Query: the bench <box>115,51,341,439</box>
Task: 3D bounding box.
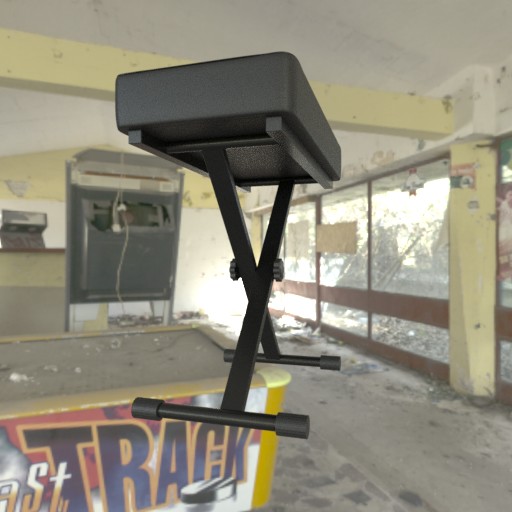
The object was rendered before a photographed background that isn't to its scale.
[{"bbox_3d":[0.000,0.000,0.930,0.300,0.561,0.600,0,0,17],"label":"bench"}]
